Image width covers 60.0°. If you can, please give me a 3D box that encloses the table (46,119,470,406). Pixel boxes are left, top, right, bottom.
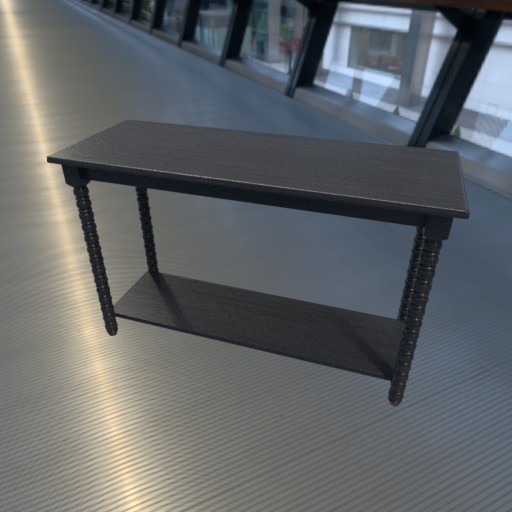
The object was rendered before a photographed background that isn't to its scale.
[{"bbox_3d":[0.000,0.000,1.545,1.184,0.735,0.459,10,33,15],"label":"table"}]
